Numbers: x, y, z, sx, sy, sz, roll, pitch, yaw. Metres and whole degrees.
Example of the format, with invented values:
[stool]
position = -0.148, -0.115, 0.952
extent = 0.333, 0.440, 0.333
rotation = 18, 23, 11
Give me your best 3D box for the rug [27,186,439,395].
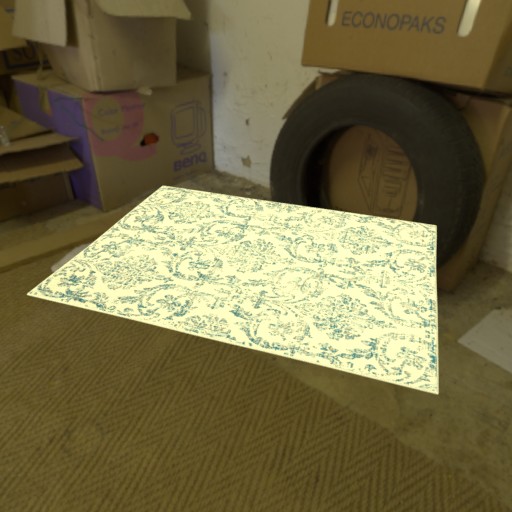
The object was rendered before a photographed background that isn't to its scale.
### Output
[rug]
position = 0.000, 0.000, 2.837
extent = 2.197, 0.014, 1.586
rotation = 10, 34, 16
